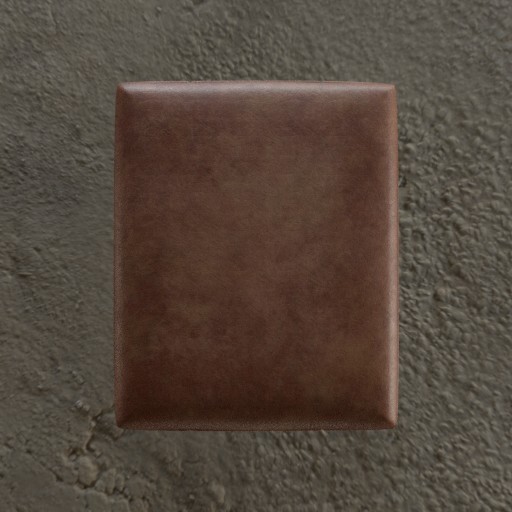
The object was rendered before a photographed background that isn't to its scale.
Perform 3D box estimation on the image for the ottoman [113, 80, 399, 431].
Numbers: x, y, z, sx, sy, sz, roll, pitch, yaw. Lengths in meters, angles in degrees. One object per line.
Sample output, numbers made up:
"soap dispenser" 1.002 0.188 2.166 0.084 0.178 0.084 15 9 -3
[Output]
"ottoman" 0.000 0.000 1.760 0.965 0.667 1.186 0 90 0
